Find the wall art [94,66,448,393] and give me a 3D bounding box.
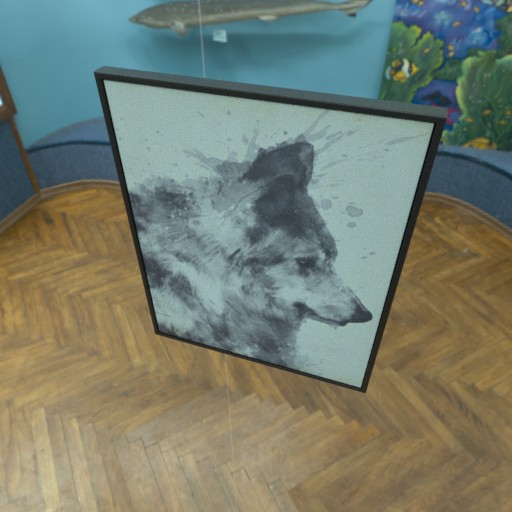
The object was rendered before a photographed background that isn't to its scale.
[{"bbox_3d":[0.000,0.000,0.730,0.451,0.551,0.028,12,43,14],"label":"wall art"}]
